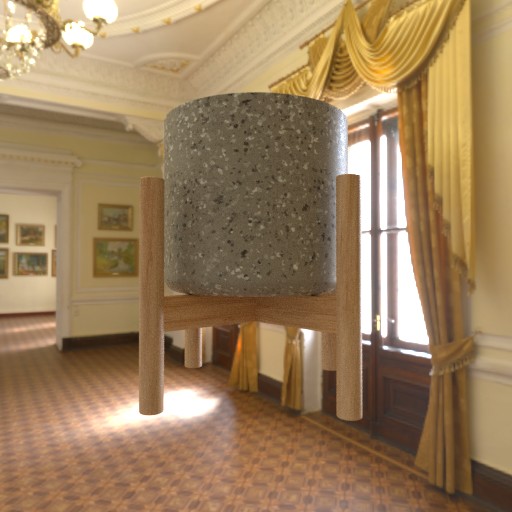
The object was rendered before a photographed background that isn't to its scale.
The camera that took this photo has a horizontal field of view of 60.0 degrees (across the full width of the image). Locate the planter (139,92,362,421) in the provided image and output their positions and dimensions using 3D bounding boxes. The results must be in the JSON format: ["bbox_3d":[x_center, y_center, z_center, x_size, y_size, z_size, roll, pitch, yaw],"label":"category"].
[{"bbox_3d":[0.000,0.000,0.546,0.284,0.320,0.284,0,-1,-18],"label":"planter"}]
